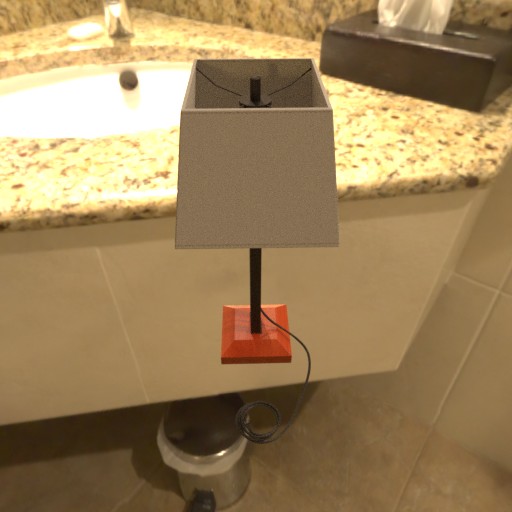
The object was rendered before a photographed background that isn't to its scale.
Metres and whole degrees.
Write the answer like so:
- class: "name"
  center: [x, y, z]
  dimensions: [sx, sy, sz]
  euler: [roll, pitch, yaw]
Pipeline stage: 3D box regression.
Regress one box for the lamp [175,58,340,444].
- class: "lamp"
  center: [0.000, 0.000, 0.985]
  dimensions: [0.310, 0.737, 0.498]
  euler: [-1, 41, -1]
